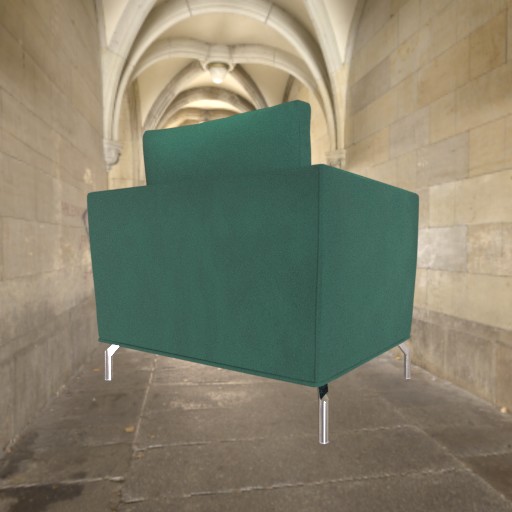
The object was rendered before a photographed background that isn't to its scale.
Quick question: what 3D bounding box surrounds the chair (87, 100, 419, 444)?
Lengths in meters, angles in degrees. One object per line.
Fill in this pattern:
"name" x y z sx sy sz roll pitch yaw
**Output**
"chair" 0.000 0.000 1.774 1.047 0.997 0.852 1 2 36
